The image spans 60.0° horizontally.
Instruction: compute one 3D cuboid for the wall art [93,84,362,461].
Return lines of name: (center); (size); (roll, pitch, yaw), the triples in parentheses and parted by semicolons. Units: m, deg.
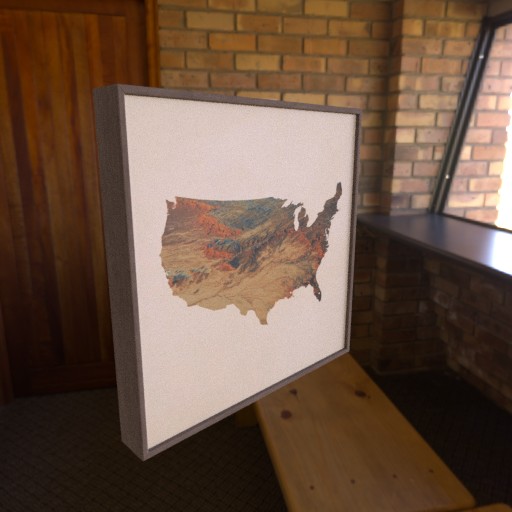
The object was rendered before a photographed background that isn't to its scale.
wall art: (0.000, 0.000, 0.455); (0.303, 0.302, 0.038); (-13, 19, -42)
